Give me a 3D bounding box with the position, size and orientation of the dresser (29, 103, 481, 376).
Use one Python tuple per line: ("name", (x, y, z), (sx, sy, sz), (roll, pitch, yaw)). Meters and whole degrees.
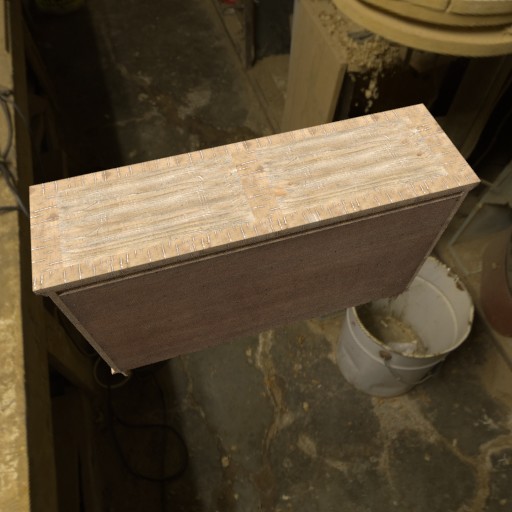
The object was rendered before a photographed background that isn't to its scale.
("dresser", (0.000, 0.000, 2.087), (1.626, 1.016, 0.457), (-14, 59, -9))
